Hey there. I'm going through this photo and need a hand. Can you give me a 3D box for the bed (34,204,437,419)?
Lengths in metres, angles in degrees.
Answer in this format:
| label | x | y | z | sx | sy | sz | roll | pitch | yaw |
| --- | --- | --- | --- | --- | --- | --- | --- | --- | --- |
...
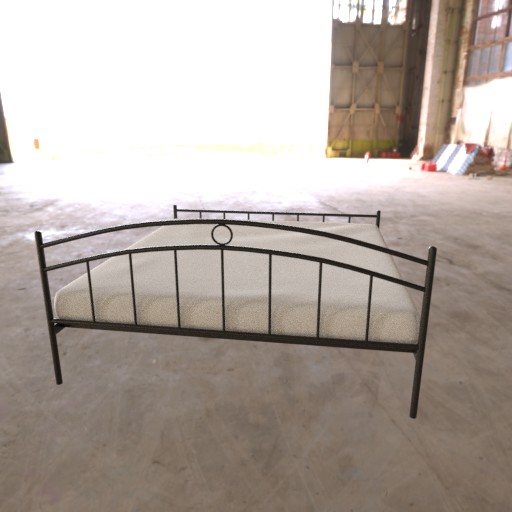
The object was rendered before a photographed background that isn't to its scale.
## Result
| label | x | y | z | sx | sy | sz | roll | pitch | yaw |
| --- | --- | --- | --- | --- | --- | --- | --- | --- | --- |
| bed | 0.000 | 0.000 | 3.089 | 1.880 | 0.940 | 2.040 | 3 | 17 | 9 |
